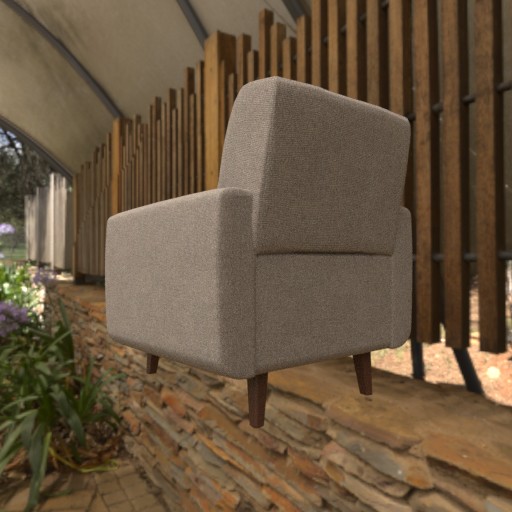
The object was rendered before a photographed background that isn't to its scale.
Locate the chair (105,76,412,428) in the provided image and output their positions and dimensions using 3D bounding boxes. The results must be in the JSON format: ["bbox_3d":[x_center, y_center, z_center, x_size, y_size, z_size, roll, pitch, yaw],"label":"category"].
[{"bbox_3d":[0.000,0.000,1.667,0.845,0.968,0.942,0,0,-37],"label":"chair"}]
